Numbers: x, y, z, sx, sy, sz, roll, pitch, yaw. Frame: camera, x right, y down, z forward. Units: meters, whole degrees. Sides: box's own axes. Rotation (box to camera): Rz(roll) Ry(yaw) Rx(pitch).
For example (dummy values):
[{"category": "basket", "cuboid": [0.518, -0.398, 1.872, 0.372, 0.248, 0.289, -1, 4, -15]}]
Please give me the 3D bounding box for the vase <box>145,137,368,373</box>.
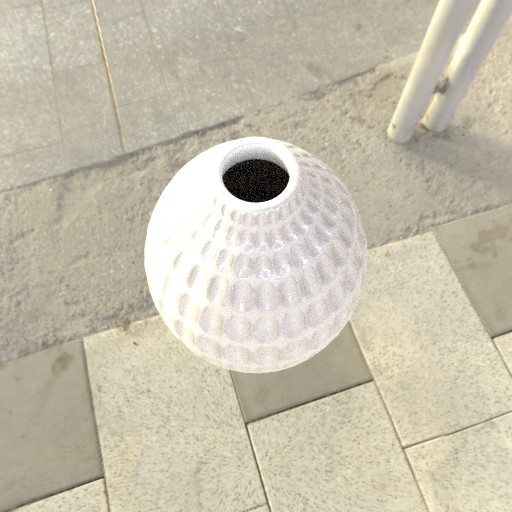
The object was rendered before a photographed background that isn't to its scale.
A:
[{"category": "vase", "cuboid": [0.000, 0.000, 0.260, 0.128, 0.167, 0.128, 0, 65, 0]}]
